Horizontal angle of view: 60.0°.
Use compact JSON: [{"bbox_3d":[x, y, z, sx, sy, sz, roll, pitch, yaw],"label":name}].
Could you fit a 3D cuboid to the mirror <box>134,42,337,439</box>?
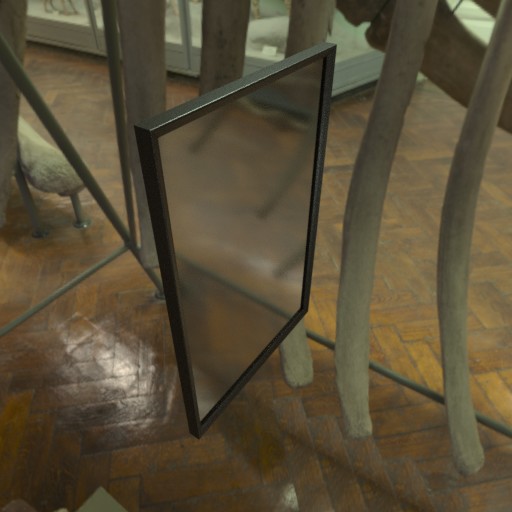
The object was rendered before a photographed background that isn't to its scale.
[{"bbox_3d":[0.000,0.000,1.160,0.041,0.915,0.609,24,45,27],"label":"mirror"}]
